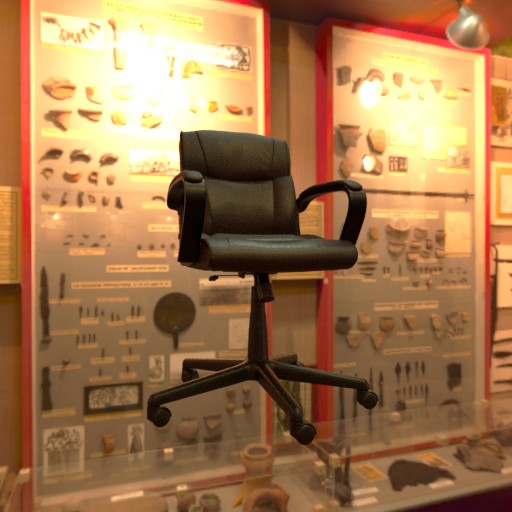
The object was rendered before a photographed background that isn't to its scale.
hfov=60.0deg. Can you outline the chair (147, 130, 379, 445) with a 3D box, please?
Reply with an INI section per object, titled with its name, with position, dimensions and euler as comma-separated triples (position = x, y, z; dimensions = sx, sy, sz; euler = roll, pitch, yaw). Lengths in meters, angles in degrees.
[chair]
position = 0.000, 0.000, 1.506
dimensions = 0.739, 1.004, 0.717
euler = 0, 1, -18
